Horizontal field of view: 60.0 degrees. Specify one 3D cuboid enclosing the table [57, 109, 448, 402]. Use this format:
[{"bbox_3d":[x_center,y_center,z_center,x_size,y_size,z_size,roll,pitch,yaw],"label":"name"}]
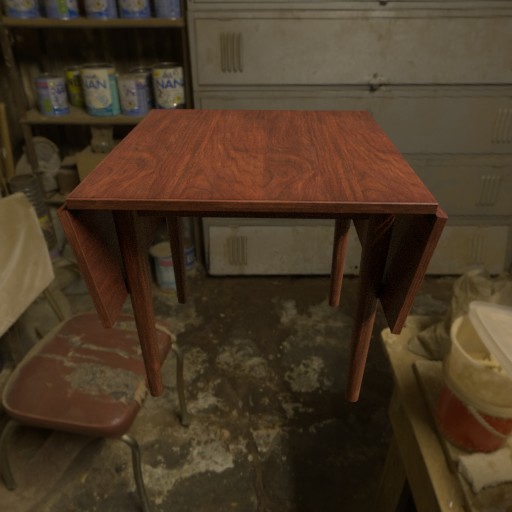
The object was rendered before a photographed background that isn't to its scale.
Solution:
[{"bbox_3d":[0.000,0.000,1.475,0.843,0.763,0.812,1,31,2],"label":"table"}]
